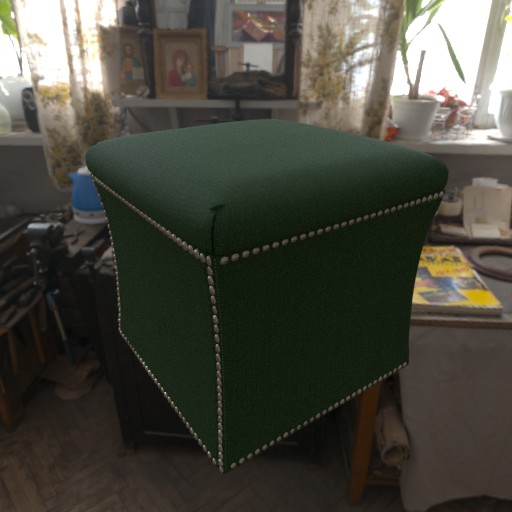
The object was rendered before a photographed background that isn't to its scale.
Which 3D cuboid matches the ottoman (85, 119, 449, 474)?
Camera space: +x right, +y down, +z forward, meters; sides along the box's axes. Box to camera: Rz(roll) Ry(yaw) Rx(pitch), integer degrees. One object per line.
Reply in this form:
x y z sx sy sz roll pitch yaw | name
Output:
0.000 0.000 0.897 0.497 0.475 0.507 -17 31 -31 | ottoman
